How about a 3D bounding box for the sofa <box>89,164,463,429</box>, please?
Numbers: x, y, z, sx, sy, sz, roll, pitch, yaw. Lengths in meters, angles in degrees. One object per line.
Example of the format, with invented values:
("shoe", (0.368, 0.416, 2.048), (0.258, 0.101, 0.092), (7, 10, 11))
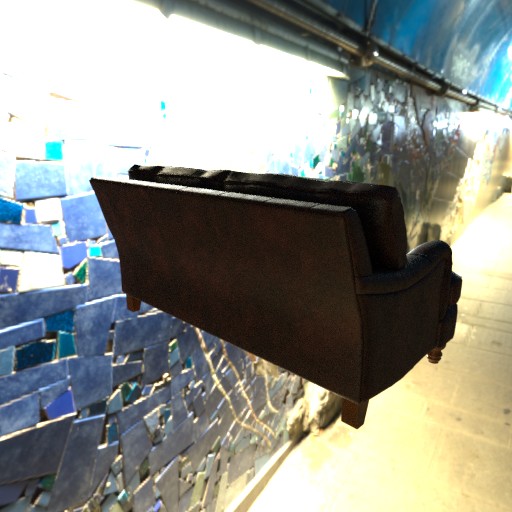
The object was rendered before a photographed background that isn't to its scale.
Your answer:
("sofa", (0.000, 0.000, 2.754), (1.147, 1.071, 2.144), (-14, 21, -43))
